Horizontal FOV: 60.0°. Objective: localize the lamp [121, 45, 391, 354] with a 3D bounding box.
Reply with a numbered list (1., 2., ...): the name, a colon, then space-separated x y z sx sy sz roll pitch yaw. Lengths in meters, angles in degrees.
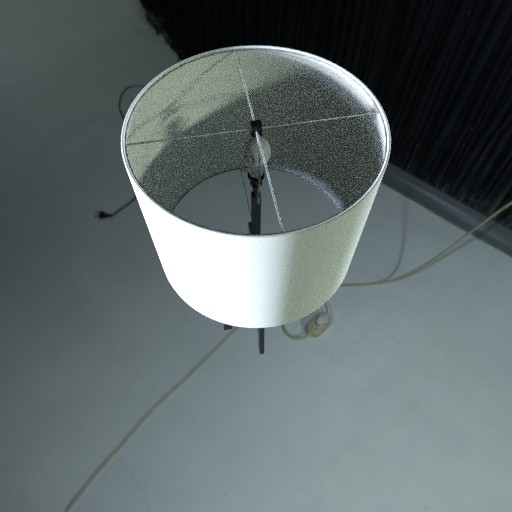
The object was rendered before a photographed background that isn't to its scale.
1. lamp: 0.000 0.000 0.633 0.257 0.489 0.257 31 63 17
